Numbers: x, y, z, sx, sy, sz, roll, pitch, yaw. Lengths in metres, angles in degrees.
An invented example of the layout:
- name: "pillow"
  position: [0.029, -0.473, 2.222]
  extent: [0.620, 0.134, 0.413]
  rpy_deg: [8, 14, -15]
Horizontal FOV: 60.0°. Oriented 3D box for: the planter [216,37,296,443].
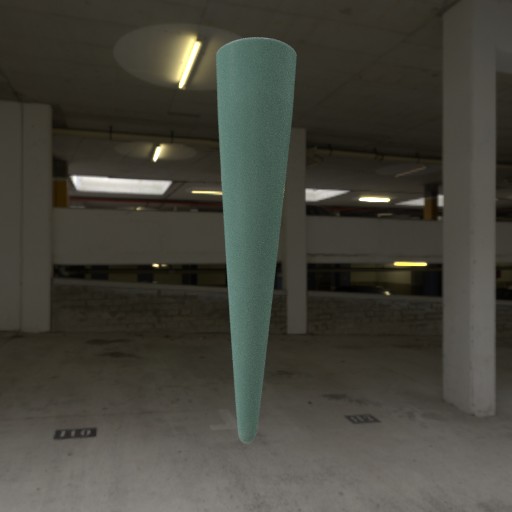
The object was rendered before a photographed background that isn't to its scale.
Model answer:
- name: "planter"
  position: [0.000, 0.000, 0.299]
  extent: [0.054, 0.268, 0.055]
  rpy_deg: [0, 0, -18]
